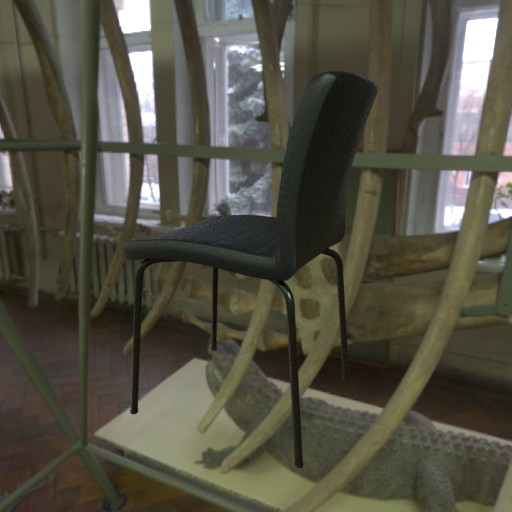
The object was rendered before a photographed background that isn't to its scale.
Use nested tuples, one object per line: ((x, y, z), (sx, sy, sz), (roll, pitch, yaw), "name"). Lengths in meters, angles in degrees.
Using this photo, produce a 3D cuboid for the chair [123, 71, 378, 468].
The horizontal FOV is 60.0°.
((0.000, 0.000, 1.201), (0.572, 0.872, 0.450), (7, 16, 25), "chair")
